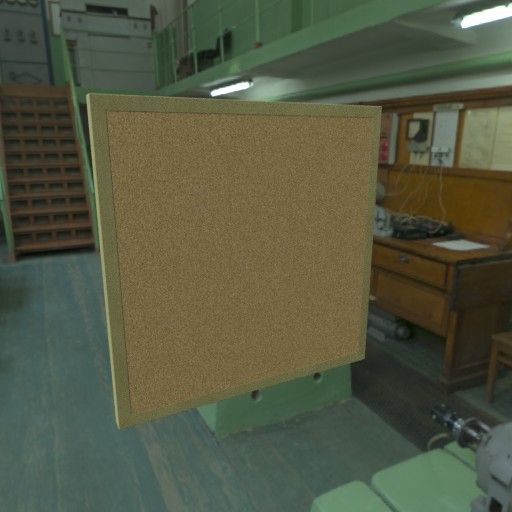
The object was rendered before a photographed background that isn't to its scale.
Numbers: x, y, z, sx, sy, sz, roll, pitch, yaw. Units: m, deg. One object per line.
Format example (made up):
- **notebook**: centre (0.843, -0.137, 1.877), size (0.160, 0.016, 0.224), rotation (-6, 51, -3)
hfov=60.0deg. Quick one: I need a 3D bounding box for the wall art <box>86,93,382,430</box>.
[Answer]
- **wall art**: centre (0.000, 0.000, 1.156), size (0.763, 0.763, 0.037), rotation (-8, 17, -27)
